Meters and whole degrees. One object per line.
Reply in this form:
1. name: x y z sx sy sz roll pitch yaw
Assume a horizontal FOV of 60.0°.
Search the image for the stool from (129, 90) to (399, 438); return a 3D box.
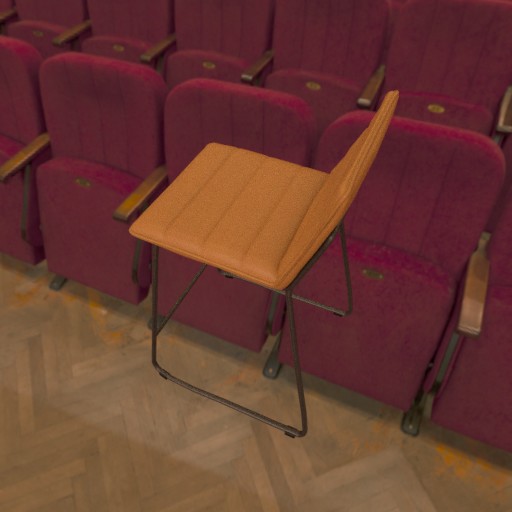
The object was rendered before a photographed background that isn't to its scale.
1. stool: 0.000 0.000 1.180 0.524 0.866 0.489 18 50 16
